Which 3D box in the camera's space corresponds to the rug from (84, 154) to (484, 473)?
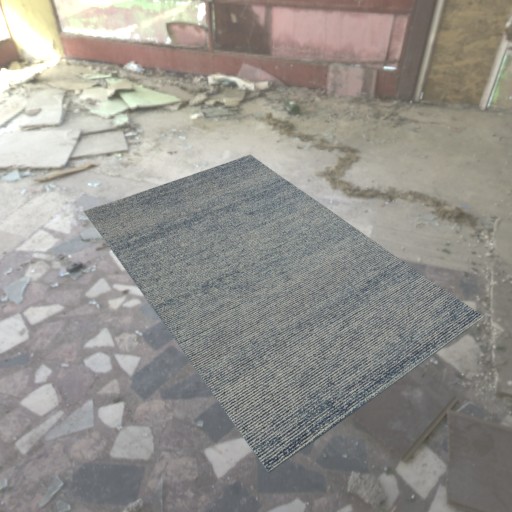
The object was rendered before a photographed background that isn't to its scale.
[{"bbox_3d":[0.000,0.000,2.195,1.145,0.021,1.777,-24,46,-26],"label":"rug"}]
